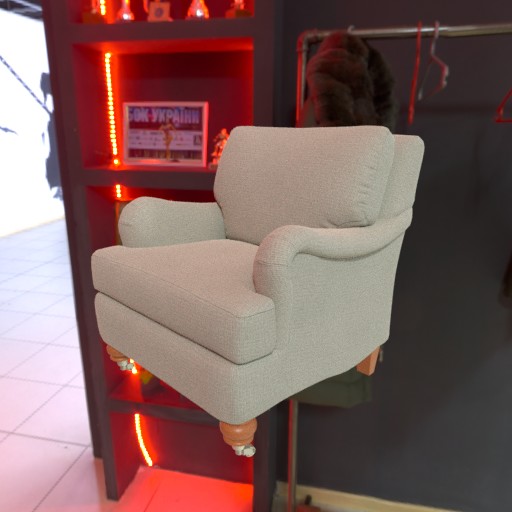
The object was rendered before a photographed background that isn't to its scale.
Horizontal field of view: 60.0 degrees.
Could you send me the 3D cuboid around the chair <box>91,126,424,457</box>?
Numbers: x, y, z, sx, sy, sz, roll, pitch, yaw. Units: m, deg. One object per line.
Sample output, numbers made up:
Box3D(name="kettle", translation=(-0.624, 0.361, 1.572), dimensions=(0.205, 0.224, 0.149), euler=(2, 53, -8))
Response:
Box3D(name="chair", translation=(0.000, 0.000, 1.842), dimensions=(0.955, 1.038, 1.070), euler=(15, 22, 43))
